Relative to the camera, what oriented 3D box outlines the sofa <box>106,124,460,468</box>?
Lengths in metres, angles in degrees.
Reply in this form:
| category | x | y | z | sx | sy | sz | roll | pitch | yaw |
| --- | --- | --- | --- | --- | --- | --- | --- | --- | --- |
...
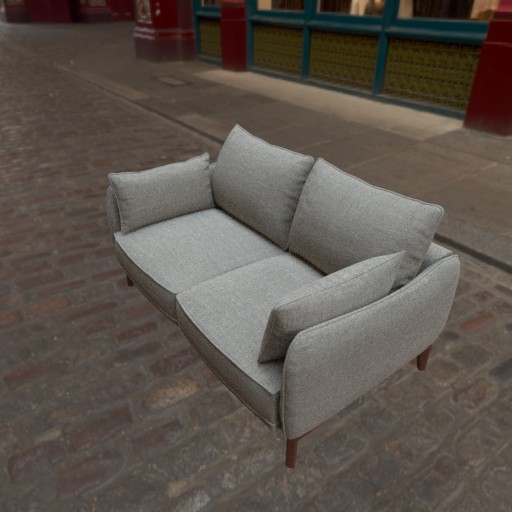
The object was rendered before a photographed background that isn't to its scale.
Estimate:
| category | x | y | z | sx | sy | sz | roll | pitch | yaw |
| --- | --- | --- | --- | --- | --- | --- | --- | --- | --- |
| sofa | 0.000 | 0.000 | 2.147 | 0.972 | 0.851 | 1.580 | -22 | 38 | -31 |
